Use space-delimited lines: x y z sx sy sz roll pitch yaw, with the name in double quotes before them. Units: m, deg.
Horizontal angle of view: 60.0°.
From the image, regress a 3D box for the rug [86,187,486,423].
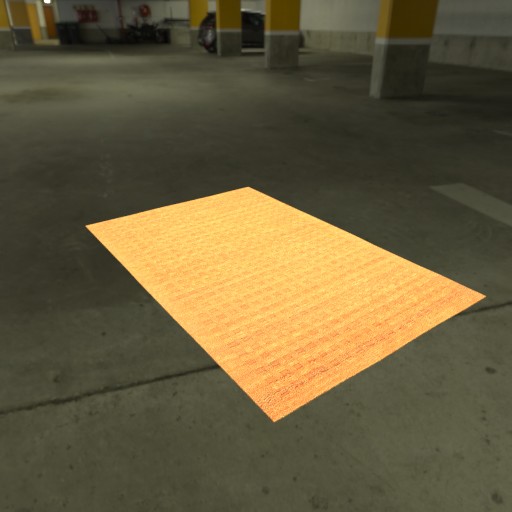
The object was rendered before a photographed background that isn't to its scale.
"rug" 0.000 0.000 2.205 1.143 0.006 1.747 -19 33 -31
